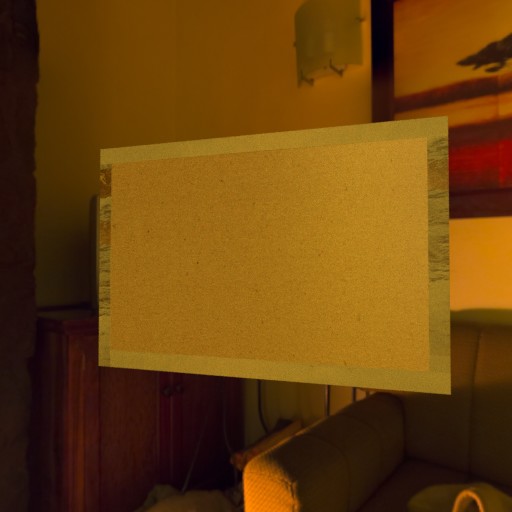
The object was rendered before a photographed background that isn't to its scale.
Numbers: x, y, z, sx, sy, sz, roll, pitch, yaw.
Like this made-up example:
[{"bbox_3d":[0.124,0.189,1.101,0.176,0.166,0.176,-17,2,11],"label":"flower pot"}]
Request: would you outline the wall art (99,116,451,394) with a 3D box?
[{"bbox_3d":[0.000,0.000,0.758,0.606,0.407,0.041,0,-1,18],"label":"wall art"}]
